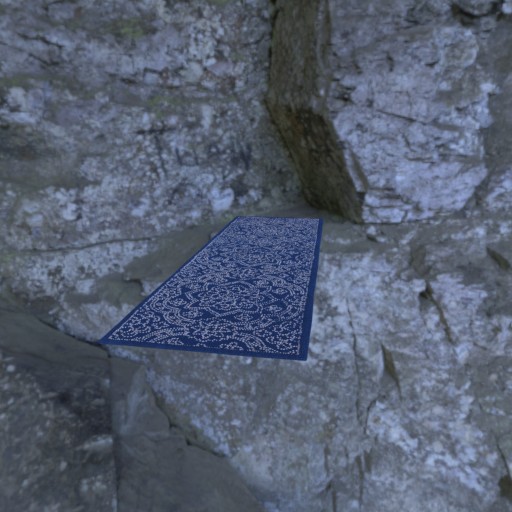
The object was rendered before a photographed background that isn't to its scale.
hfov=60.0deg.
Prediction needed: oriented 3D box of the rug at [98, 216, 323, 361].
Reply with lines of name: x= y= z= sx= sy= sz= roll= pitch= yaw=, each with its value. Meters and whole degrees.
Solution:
rug: x=0.000 y=0.000 z=2.721 sx=0.769 sy=0.012 sz=2.448 roll=3 pitch=16 yaw=9
